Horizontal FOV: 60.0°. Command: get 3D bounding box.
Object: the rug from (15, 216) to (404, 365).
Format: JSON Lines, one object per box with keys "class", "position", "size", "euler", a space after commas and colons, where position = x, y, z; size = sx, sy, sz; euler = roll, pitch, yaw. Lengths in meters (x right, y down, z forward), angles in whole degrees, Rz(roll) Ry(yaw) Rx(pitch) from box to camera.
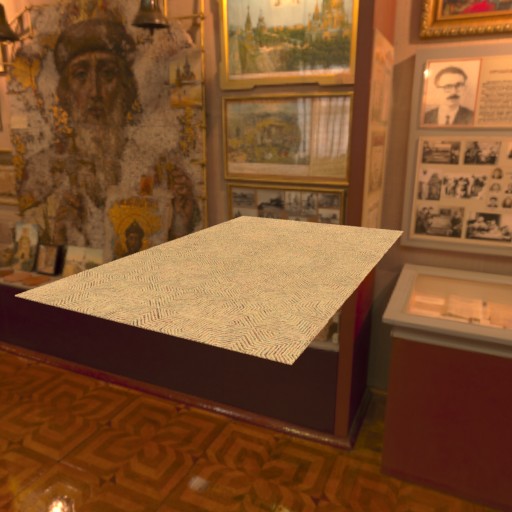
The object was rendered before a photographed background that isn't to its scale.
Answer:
{"class": "rug", "position": [0.000, 0.000, 2.959], "size": [1.519, 0.007, 2.428], "euler": [8, 18, 26]}
